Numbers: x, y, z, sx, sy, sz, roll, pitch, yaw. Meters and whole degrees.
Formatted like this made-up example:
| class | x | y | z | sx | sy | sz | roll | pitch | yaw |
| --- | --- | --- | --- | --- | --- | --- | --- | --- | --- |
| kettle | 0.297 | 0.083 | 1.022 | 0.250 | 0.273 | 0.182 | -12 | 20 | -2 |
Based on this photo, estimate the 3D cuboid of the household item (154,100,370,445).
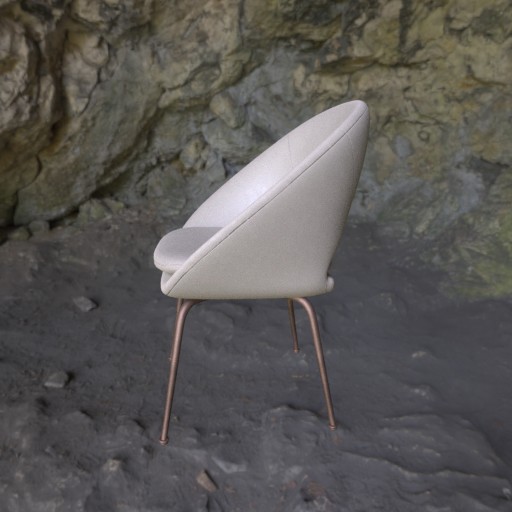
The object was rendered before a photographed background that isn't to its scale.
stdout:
| class | x | y | z | sx | sy | sz | roll | pitch | yaw |
| --- | --- | --- | --- | --- | --- | --- | --- | --- | --- |
| household item | 0.000 | 0.000 | 1.282 | 0.573 | 0.852 | 0.623 | -2 | 15 | -7 |
